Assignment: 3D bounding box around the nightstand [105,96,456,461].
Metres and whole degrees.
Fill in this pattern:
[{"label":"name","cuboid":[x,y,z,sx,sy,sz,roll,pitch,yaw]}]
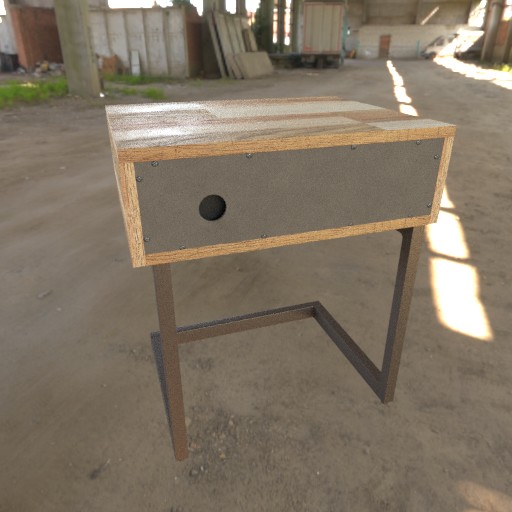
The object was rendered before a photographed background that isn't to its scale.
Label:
[{"label":"nightstand","cuboid":[0.000,0.000,1.015,0.558,0.632,0.481,-9,28,-17]}]
